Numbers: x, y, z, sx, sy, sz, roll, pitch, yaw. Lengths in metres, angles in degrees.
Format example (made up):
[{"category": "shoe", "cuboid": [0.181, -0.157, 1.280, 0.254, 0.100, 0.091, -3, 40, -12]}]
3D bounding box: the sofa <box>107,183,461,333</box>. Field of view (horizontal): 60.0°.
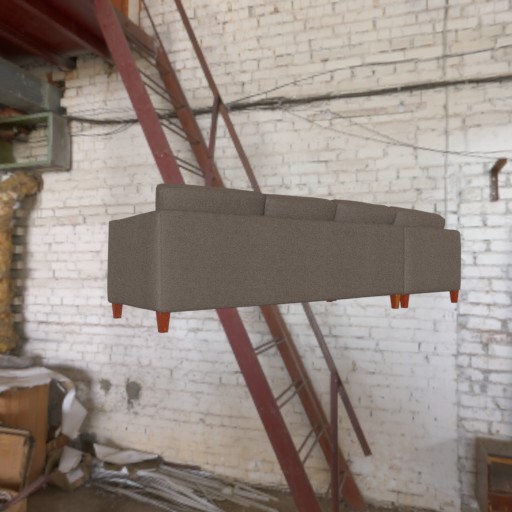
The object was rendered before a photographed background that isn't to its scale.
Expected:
[{"category": "sofa", "cuboid": [0.000, 0.000, 4.529, 3.302, 0.947, 2.593, 0, -1, -36]}]
